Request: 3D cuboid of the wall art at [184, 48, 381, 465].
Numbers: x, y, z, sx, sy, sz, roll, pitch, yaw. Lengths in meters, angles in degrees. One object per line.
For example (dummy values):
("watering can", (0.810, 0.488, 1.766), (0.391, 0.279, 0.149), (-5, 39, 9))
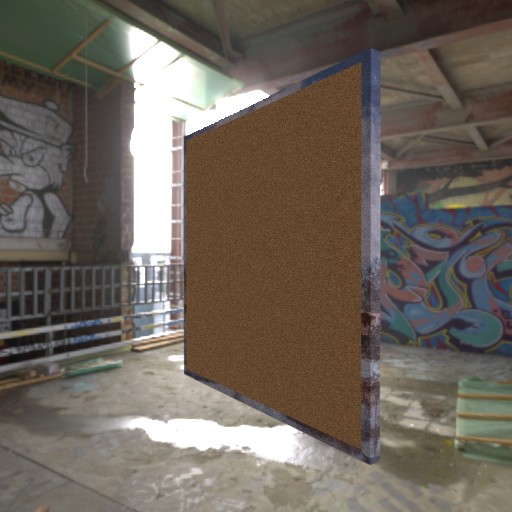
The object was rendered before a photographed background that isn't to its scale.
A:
("wall art", (0.000, 0.000, 1.320), (0.035, 0.897, 0.888), (0, 0, -36))
